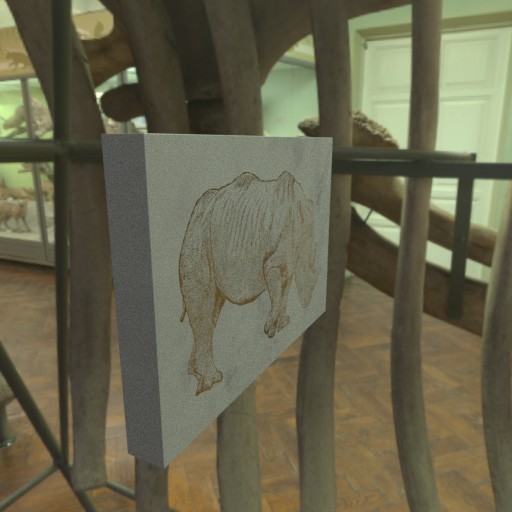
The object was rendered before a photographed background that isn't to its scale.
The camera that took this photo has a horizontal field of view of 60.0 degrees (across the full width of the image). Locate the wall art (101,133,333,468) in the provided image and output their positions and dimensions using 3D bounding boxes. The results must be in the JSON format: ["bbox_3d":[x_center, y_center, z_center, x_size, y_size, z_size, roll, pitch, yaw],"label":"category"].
[{"bbox_3d":[0.000,0.000,0.488,0.038,0.254,0.381,8,16,27],"label":"wall art"}]
